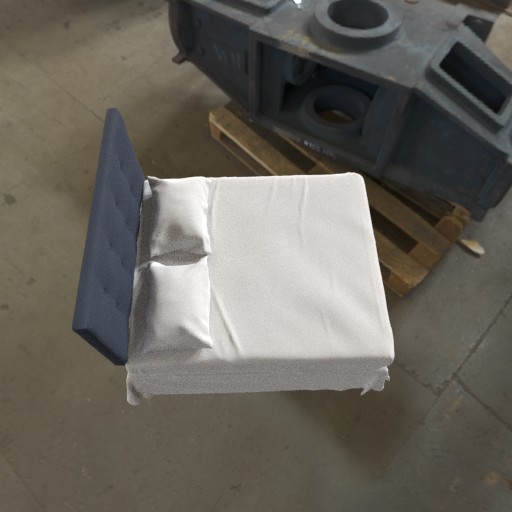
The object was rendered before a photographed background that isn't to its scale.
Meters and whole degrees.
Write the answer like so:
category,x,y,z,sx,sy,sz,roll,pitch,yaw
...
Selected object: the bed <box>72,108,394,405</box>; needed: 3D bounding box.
category,x,y,z,sx,sy,sz,roll,pitch,yaw
bed,0.000,0.000,3.460,2.222,1.577,1.936,-2,63,-1
